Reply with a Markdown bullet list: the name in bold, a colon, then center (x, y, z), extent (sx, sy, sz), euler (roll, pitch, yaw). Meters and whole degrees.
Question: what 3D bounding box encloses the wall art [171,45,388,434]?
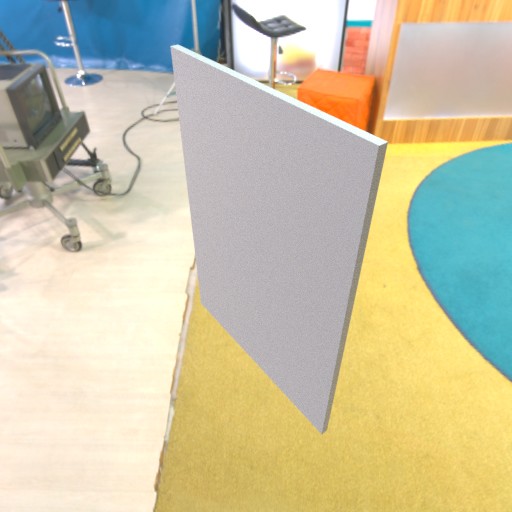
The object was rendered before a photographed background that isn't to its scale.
- **wall art**: center (0.000, 0.000, 0.692), extent (0.013, 0.533, 0.381), euler (-27, 48, -27)
